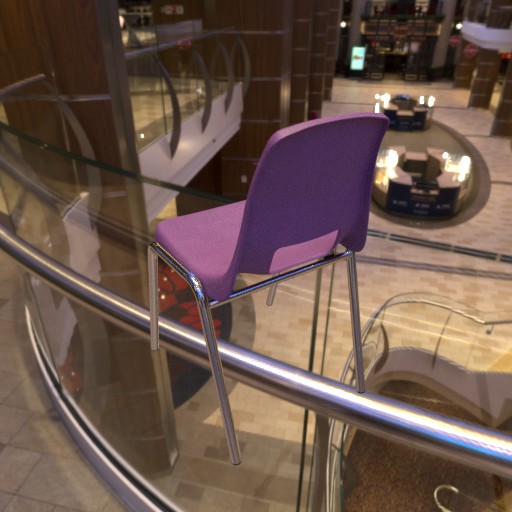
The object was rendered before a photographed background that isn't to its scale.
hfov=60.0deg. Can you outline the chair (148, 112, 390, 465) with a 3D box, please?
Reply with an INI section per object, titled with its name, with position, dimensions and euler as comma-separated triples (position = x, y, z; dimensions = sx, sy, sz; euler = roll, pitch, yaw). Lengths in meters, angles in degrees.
[chair]
position = 0.000, 0.000, 0.926
dimensions = 0.381, 0.654, 0.432
euler = -18, 35, -28
